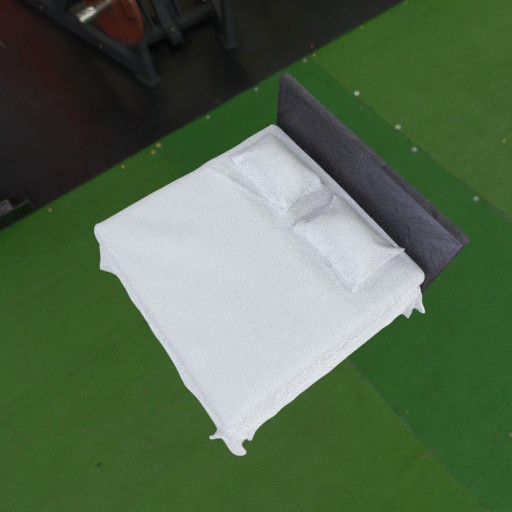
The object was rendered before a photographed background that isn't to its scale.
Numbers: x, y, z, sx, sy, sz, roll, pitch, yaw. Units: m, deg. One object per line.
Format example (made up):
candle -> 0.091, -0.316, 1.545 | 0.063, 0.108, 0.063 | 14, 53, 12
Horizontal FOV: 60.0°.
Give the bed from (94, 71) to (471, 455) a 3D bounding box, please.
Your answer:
bed -> 0.000, 0.000, 3.579 | 2.165, 1.158, 2.255 | -34, 68, -16
